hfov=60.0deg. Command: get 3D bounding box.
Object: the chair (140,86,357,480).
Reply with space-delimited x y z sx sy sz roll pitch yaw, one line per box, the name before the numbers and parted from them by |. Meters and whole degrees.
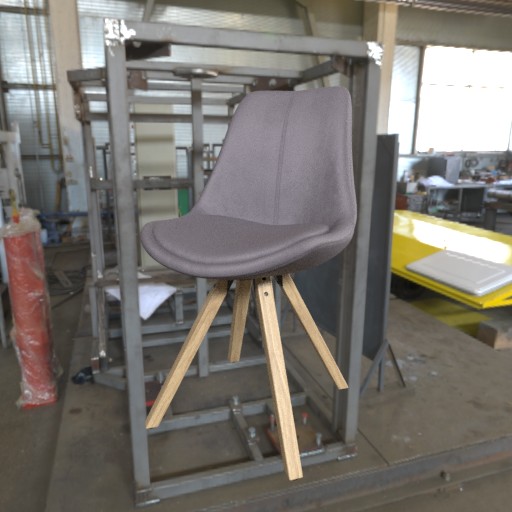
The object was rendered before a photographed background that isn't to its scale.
chair | 0.000 0.000 1.143 0.483 0.865 0.547 7 16 26
